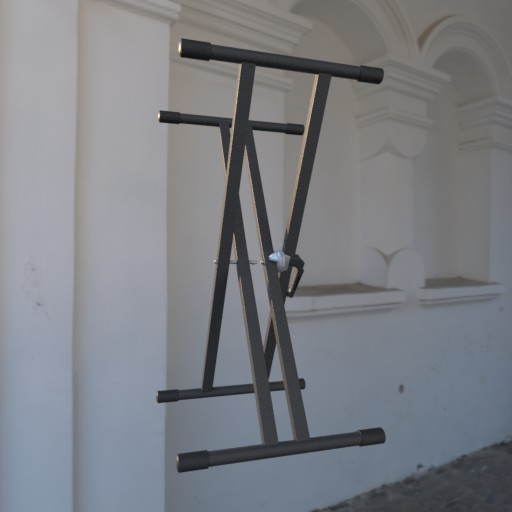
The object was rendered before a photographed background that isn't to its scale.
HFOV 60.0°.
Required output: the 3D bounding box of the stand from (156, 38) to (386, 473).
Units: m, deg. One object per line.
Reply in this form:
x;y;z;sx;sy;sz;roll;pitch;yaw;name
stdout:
0.000;0.000;1.216;0.495;0.900;0.503;0;-1;-18;stand
